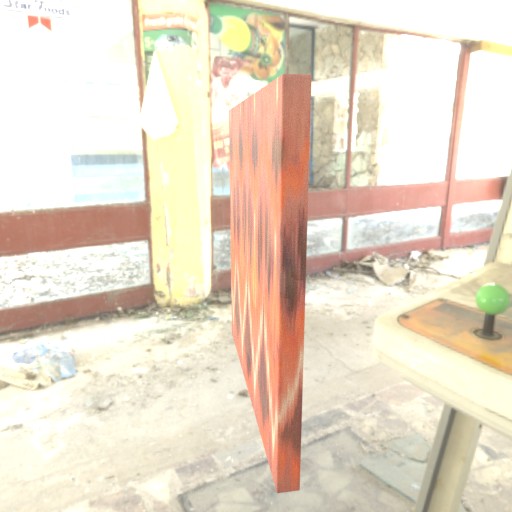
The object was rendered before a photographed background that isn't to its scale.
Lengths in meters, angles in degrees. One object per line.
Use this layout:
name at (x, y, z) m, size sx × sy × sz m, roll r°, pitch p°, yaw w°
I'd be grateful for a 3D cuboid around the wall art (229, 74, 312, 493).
wall art at (0.000, 0.000, 0.903) m, size 0.037 × 0.609 × 0.603 m, roll -2°, pitch 14°, yaw -9°
